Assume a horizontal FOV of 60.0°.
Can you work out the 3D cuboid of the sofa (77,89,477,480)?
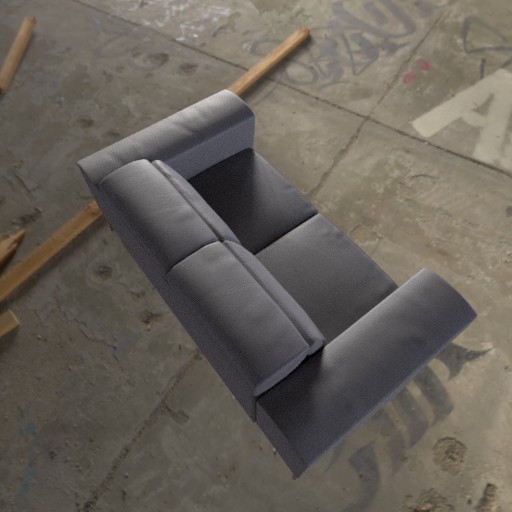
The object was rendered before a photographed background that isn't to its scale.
[{"bbox_3d":[0.000,0.000,2.326,1.003,0.779,1.895,-33,64,-19],"label":"sofa"}]
